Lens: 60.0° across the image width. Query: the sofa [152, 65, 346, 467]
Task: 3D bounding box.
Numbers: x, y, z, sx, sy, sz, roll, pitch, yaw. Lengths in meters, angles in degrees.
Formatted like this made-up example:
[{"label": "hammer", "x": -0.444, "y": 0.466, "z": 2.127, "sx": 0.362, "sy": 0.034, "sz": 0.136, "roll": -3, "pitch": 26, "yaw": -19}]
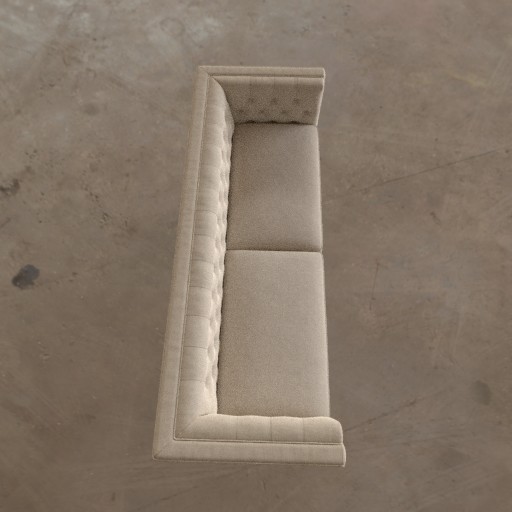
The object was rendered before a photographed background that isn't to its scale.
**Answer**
[{"label": "sofa", "x": 0.000, "y": 0.000, "z": 2.535, "sx": 0.775, "sy": 0.762, "sz": 2.159, "roll": 1, "pitch": 65, "yaw": 1}]
